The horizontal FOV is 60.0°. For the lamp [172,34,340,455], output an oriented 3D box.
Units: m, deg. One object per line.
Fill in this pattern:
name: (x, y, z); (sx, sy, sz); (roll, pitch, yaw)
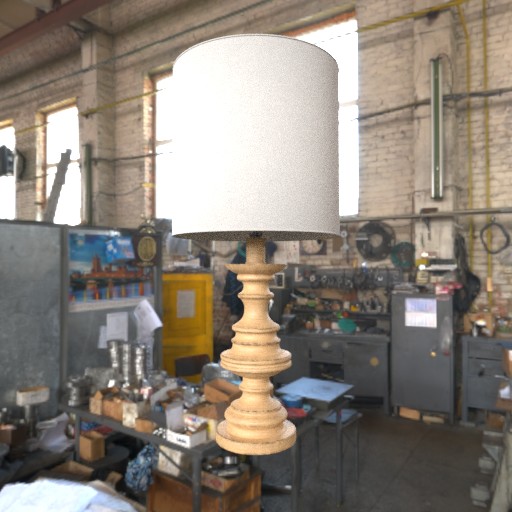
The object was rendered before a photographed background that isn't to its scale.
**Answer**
lamp: (0.000, 0.000, 0.558); (0.208, 0.455, 0.208); (0, -1, -1)
